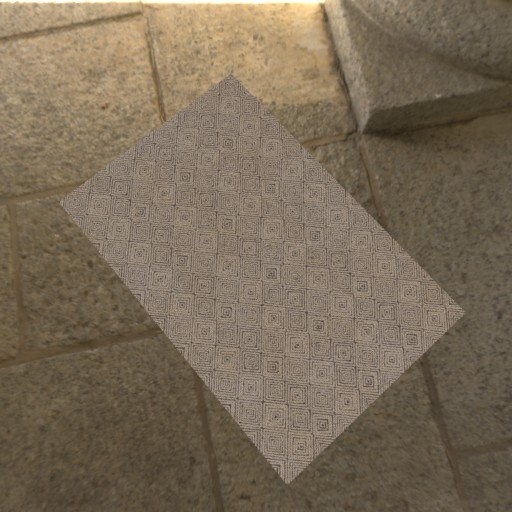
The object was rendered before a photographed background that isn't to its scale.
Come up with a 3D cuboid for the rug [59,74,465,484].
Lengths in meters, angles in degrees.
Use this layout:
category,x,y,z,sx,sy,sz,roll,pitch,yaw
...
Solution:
category,x,y,z,sx,sy,sz,roll,pitch,yaw
rug,0.000,0.000,2.243,1.175,0.008,1.783,-40,79,-9
